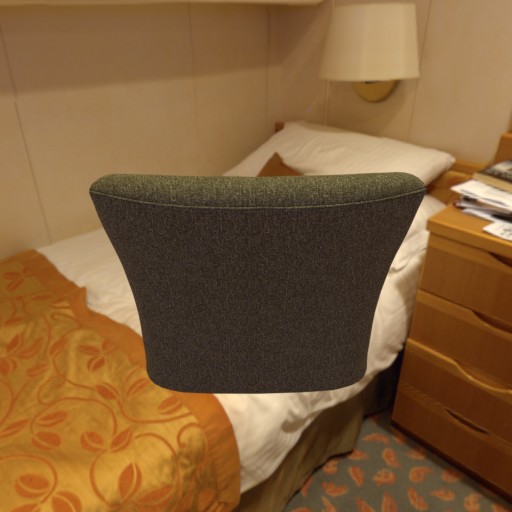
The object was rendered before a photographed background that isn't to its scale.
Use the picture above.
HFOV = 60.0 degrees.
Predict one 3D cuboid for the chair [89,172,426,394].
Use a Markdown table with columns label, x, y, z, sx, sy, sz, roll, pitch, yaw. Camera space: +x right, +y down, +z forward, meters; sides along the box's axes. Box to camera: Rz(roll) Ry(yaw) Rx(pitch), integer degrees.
| label | x | y | z | sx | sy | sz | roll | pitch | yaw |
| --- | --- | --- | --- | --- | --- | --- | --- | --- | --- |
| chair | 0.000 | 0.000 | 1.576 | 0.864 | 0.856 | 0.923 | -1 | 29 | -1 |
